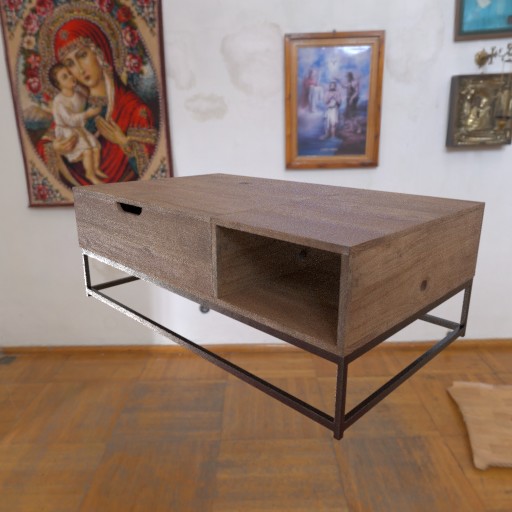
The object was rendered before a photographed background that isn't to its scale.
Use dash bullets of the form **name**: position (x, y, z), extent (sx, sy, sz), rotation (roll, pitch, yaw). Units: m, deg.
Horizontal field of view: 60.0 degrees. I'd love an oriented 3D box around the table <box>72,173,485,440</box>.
- **table**: position (0.000, 0.000, 1.401), extent (1.101, 0.395, 0.655), rotation (16, 22, 43)
